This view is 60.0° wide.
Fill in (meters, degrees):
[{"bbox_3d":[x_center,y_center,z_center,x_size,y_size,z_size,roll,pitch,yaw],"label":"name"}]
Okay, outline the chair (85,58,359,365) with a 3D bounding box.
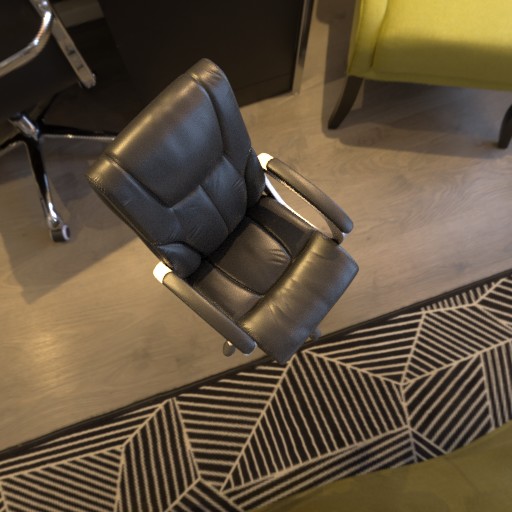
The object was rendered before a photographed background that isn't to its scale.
[{"bbox_3d":[0.000,0.000,1.630,0.780,1.145,0.700,39,78,10],"label":"chair"}]
